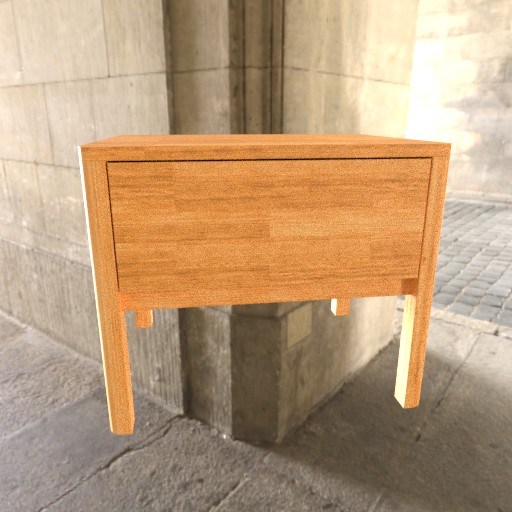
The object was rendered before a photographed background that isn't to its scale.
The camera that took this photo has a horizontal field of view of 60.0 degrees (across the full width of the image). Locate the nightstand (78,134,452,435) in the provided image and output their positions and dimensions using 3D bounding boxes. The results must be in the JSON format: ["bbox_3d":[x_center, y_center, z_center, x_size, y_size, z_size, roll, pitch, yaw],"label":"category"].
[{"bbox_3d":[0.000,0.000,0.916,0.560,0.470,0.440,-2,17,-8],"label":"nightstand"}]
